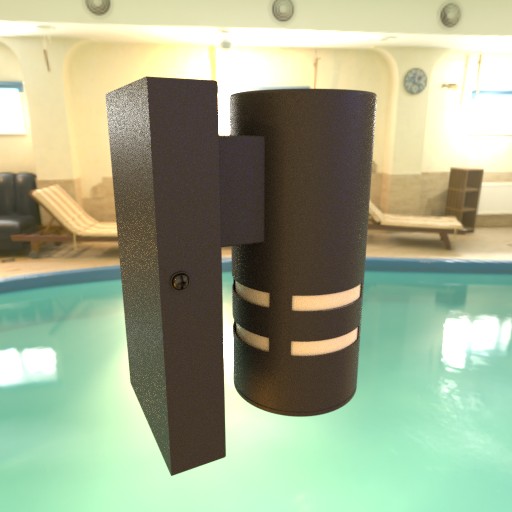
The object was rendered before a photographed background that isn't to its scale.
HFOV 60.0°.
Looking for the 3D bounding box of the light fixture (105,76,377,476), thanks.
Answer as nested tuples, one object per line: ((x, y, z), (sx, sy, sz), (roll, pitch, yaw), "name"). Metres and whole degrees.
((0.000, 0.000, 0.257), (0.138, 0.179, 0.098), (-8, 18, -26), "light fixture")
